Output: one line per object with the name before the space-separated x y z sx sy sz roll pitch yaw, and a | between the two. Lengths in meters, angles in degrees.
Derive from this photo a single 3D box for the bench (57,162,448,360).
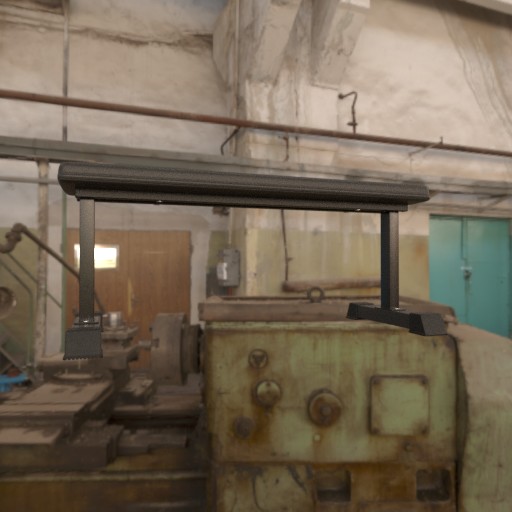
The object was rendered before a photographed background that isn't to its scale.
bench | 0.000 0.000 1.315 1.072 0.453 0.439 0 -1 -19
